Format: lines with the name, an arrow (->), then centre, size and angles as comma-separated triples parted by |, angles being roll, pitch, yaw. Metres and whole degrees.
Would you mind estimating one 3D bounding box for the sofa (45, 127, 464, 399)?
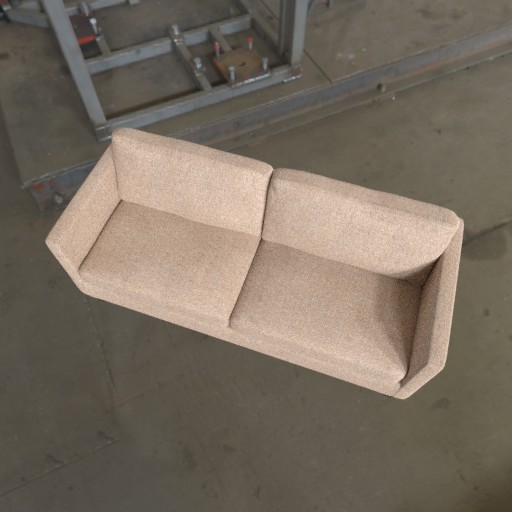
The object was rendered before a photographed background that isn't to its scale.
sofa -> 0.000, 0.000, 2.707 | 2.208, 0.965, 0.951 | 17, 61, 10
